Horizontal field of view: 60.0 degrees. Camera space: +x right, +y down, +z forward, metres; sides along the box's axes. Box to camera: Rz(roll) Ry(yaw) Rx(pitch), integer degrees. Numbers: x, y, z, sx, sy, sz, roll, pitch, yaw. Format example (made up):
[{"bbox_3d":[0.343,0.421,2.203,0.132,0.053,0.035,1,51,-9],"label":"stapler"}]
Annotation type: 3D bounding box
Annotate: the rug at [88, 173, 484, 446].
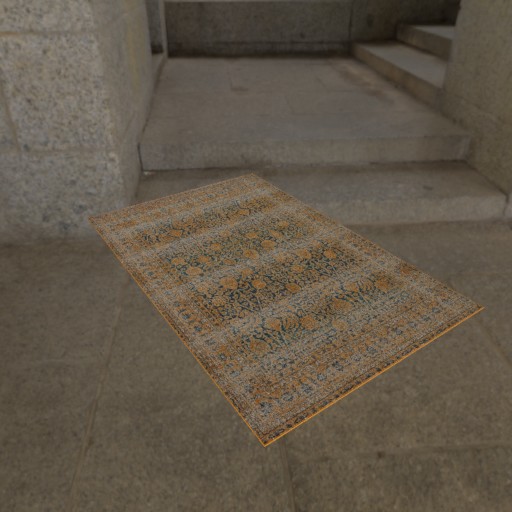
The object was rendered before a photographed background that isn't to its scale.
[{"bbox_3d":[0.000,0.000,2.950,1.525,0.007,2.336,-21,39,-28],"label":"rug"}]
